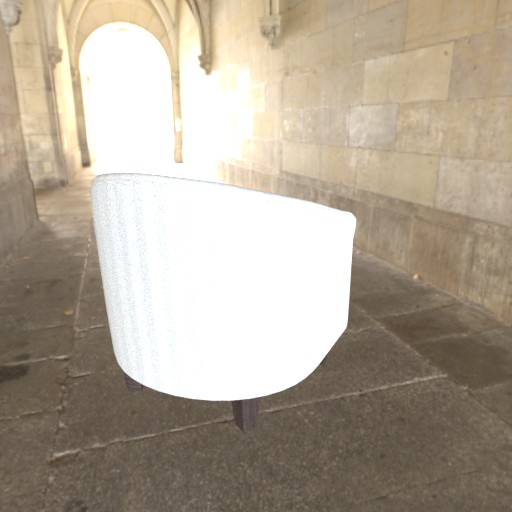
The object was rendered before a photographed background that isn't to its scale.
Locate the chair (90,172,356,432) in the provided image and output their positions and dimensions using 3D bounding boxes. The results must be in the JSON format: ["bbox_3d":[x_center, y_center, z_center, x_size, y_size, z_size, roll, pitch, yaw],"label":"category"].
[{"bbox_3d":[0.000,0.000,1.733,0.756,0.757,1.288,8,19,26],"label":"chair"}]
